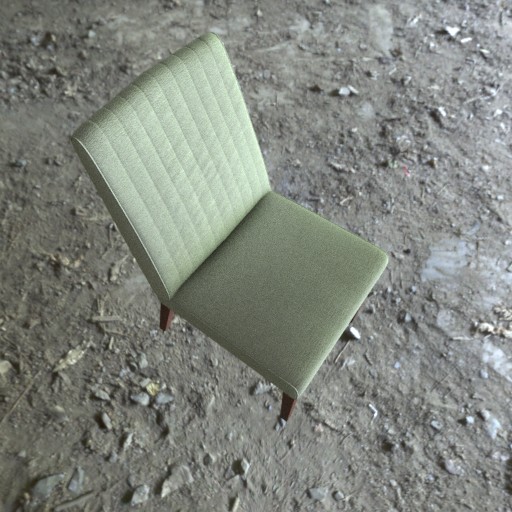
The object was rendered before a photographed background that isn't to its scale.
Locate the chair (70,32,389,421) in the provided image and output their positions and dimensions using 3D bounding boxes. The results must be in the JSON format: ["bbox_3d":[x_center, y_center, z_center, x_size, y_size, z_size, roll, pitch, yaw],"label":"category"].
[{"bbox_3d":[0.000,0.000,1.202,0.594,0.900,0.480,32,63,18],"label":"chair"}]
